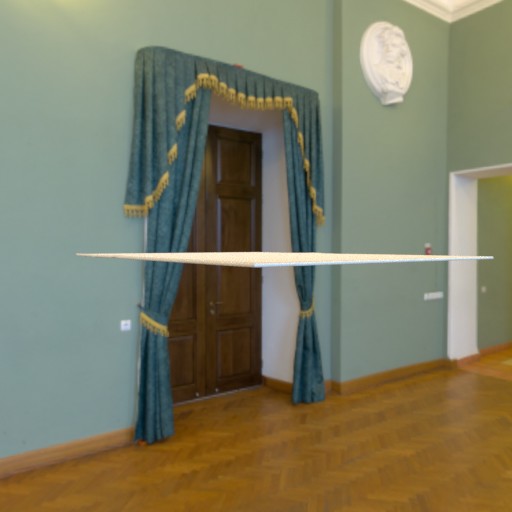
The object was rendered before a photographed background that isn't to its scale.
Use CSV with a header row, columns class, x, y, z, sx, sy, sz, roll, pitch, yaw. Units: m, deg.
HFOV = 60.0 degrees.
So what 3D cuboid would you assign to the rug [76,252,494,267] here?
class,x,y,z,sx,sy,sz,roll,pitch,yaw
rug,0.000,0.000,4.711,2.734,0.037,3.659,-1,2,-36
